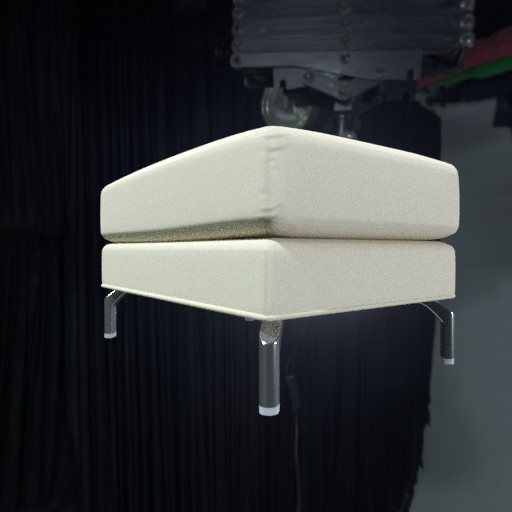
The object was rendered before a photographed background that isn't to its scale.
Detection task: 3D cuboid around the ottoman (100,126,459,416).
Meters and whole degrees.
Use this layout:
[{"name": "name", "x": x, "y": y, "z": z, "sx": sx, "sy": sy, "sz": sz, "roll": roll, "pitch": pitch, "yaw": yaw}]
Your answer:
[{"name": "ottoman", "x": 0.000, "y": 0.000, "z": 1.186, "sx": 0.581, "sy": 0.497, "sz": 0.835, "roll": -1, "pitch": 1, "yaw": -37}]
